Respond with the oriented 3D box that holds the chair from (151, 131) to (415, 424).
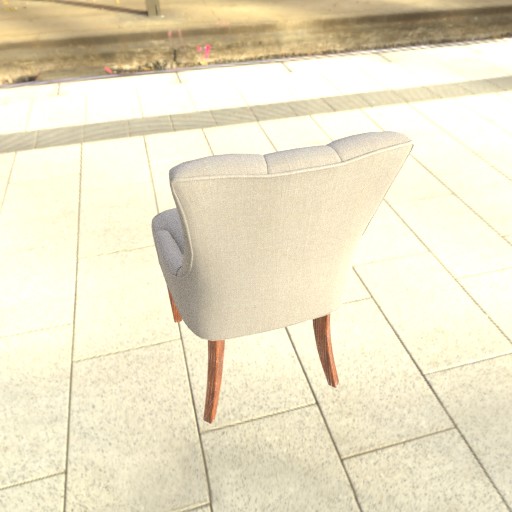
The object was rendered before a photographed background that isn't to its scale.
[{"bbox_3d":[0.000,0.000,1.200,0.509,0.874,0.565,-12,43,-13],"label":"chair"}]
